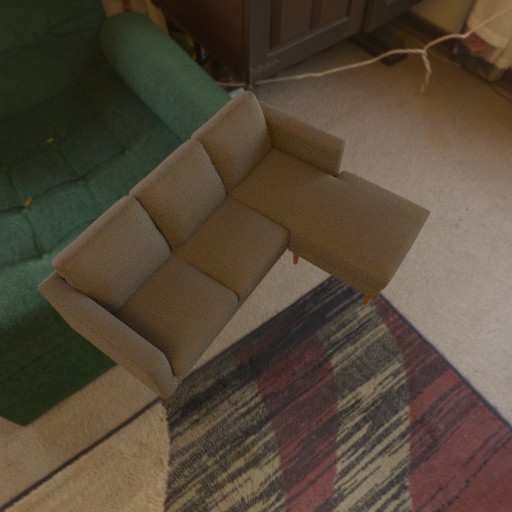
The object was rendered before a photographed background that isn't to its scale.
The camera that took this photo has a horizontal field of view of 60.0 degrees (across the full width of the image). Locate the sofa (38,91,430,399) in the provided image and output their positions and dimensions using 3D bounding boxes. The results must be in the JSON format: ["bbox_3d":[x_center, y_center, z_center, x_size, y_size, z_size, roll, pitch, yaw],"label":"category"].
[{"bbox_3d":[0.000,0.000,2.885,1.591,0.897,2.031,31,63,18],"label":"sofa"}]
